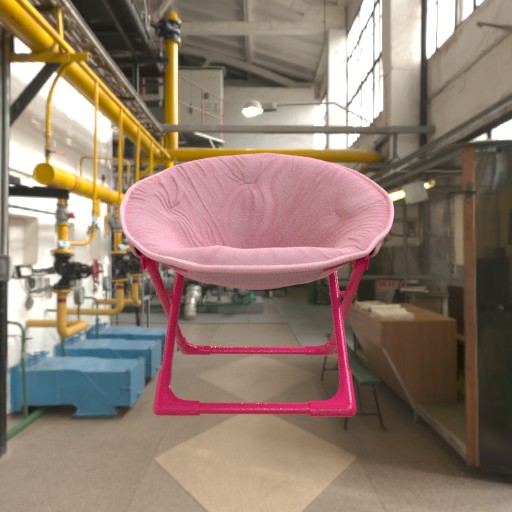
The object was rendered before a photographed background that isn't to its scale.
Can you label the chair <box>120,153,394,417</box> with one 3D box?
[{"bbox_3d":[0.000,0.000,0.869,0.522,0.494,0.459,0,1,1],"label":"chair"}]
